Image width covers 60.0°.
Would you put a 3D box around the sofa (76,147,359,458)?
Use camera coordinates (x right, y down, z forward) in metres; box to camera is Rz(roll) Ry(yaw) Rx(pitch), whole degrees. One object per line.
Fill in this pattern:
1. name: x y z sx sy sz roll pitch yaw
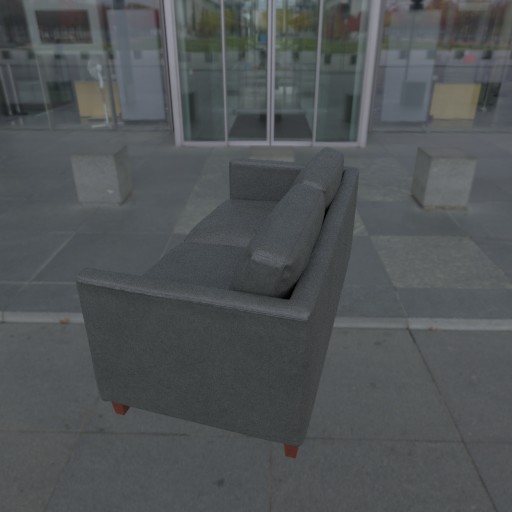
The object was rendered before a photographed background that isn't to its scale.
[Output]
1. sofa: 0.000 0.000 2.495 0.951 0.933 1.883 8 28 15
